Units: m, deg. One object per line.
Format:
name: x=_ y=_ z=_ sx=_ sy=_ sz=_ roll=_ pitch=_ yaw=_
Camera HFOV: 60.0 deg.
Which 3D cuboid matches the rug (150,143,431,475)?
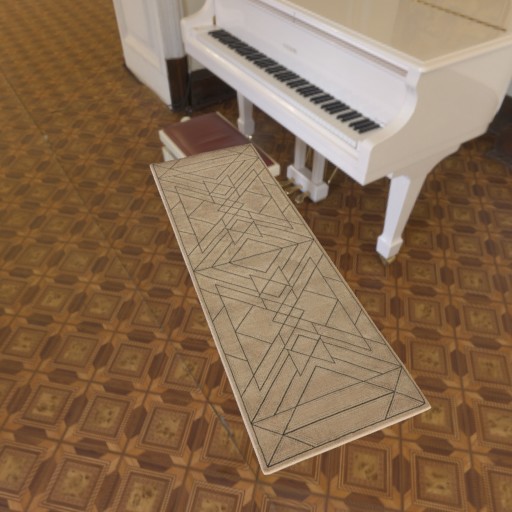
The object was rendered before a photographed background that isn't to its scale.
rug: x=0.000 y=0.000 z=2.705 sx=0.831 sy=0.036 sz=2.381 roll=-15 pitch=48 yaw=-14
